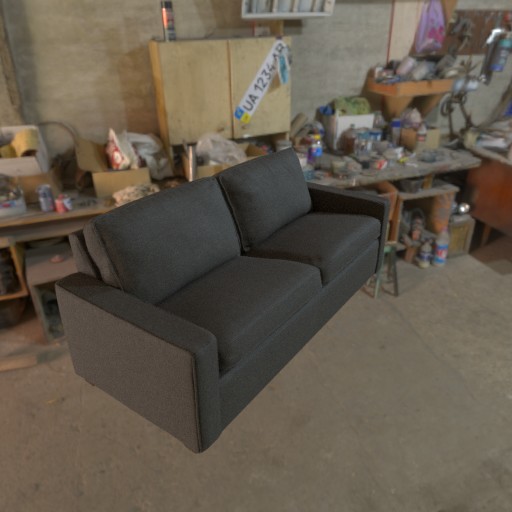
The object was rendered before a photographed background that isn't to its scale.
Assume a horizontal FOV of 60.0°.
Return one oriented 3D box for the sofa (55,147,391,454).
[{"bbox_3d":[0.000,0.000,2.657,0.940,0.919,2.080,18,32,31],"label":"sofa"}]
